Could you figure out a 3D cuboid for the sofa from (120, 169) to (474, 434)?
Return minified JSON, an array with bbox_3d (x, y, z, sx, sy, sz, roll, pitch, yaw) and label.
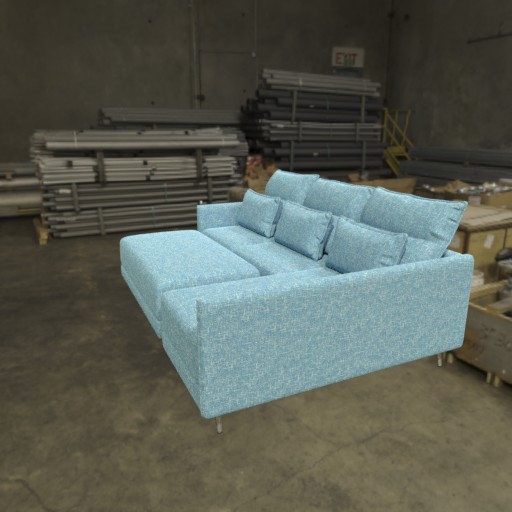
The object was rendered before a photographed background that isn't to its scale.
[{"bbox_3d":[0.000,0.000,2.800,1.420,0.899,2.034,-7,18,-24],"label":"sofa"}]
